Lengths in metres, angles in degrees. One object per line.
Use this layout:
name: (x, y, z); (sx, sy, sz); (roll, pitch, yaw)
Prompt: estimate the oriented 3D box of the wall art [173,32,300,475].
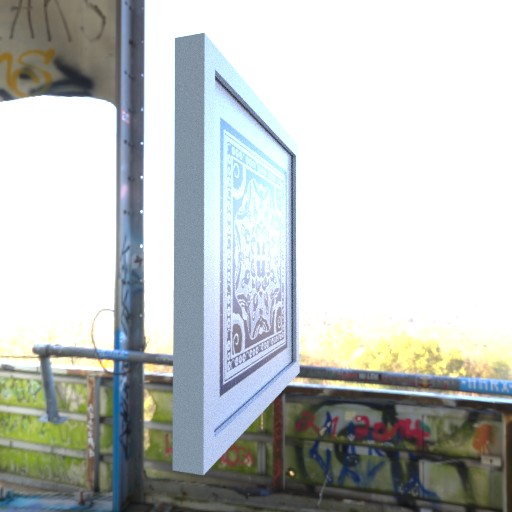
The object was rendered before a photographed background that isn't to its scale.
wall art: (0.000, 0.000, 0.528); (0.027, 0.355, 0.355); (0, -1, 18)
